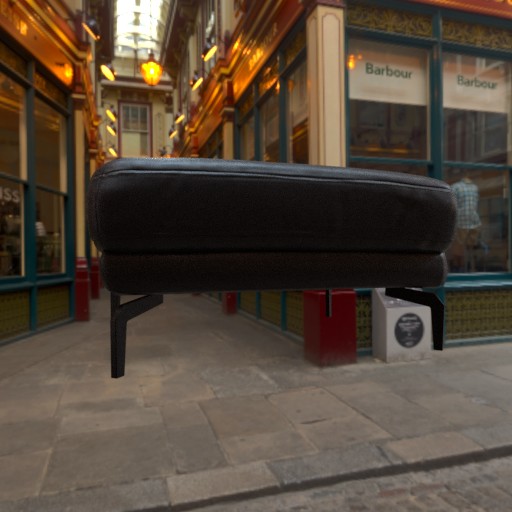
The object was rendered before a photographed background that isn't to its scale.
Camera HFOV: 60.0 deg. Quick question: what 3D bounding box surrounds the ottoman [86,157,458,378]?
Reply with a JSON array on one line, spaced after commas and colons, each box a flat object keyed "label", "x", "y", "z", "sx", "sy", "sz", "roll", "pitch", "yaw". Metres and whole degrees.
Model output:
[{"label": "ottoman", "x": 0.000, "y": 0.000, "z": 1.090, "sx": 0.764, "sy": 0.402, "sz": 0.570, "roll": 0, "pitch": 1, "yaw": -18}]
